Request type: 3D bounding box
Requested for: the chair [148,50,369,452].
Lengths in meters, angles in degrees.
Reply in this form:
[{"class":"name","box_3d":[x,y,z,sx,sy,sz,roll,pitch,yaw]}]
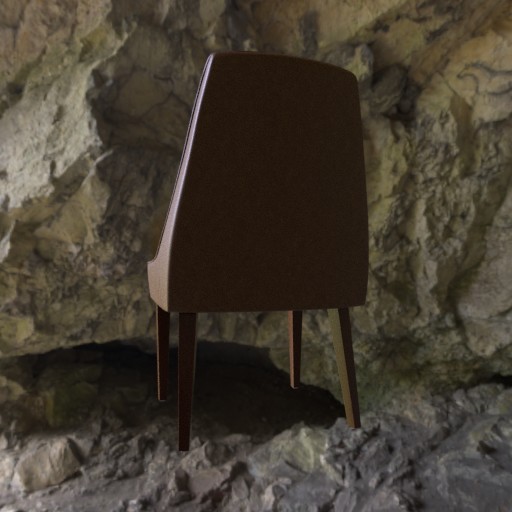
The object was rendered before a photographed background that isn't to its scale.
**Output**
[{"class":"chair","box_3d":[0.000,0.000,1.194,0.529,0.861,0.544,0,-1,-19]}]
